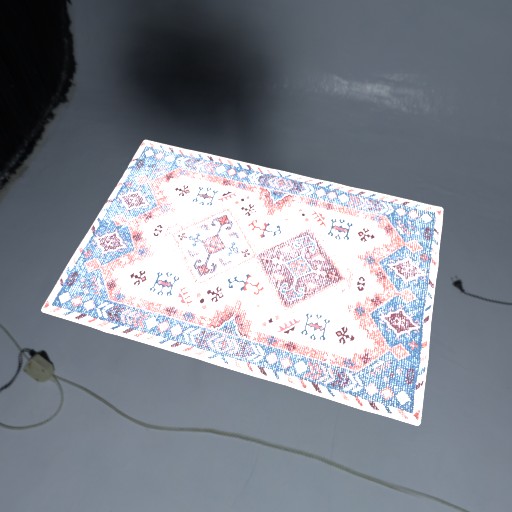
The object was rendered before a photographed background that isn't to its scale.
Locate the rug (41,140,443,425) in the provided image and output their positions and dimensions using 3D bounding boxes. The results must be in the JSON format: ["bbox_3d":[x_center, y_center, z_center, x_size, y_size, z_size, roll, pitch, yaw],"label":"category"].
[{"bbox_3d":[0.000,0.000,2.329,1.840,0.015,1.225,15,60,9],"label":"rug"}]
